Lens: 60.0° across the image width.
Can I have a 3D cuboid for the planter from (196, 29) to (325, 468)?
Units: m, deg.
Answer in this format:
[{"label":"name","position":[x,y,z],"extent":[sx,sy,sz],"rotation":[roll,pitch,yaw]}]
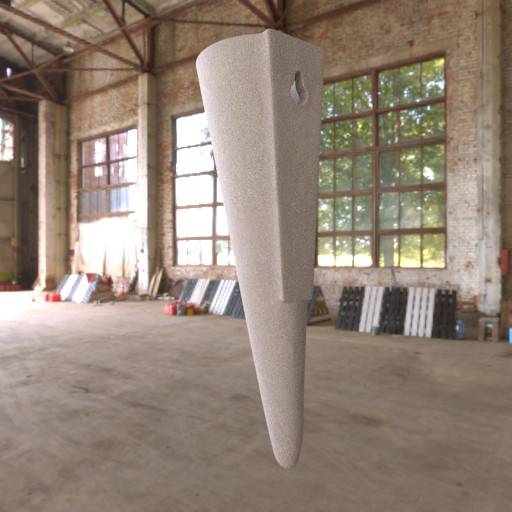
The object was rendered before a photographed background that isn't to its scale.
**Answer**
[{"label":"planter","position":[0.000,0.000,0.298],"extent":[0.078,0.259,0.087],"rotation":[0,0,-37]}]
